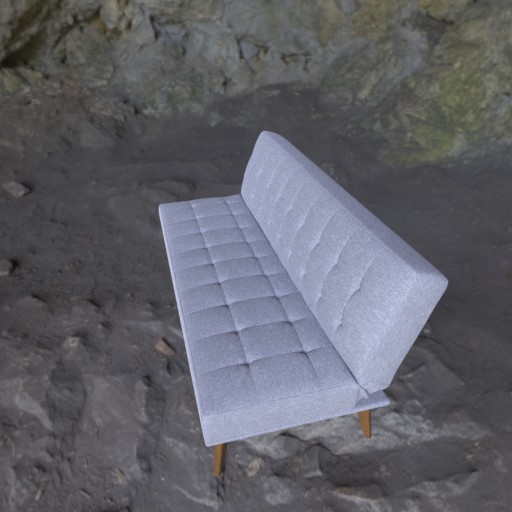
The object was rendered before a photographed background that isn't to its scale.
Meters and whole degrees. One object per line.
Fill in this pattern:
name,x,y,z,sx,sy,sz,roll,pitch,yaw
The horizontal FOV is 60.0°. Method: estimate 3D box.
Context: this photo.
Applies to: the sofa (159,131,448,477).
sofa,0.000,0.000,2.276,0.860,0.810,1.800,-8,32,-13
